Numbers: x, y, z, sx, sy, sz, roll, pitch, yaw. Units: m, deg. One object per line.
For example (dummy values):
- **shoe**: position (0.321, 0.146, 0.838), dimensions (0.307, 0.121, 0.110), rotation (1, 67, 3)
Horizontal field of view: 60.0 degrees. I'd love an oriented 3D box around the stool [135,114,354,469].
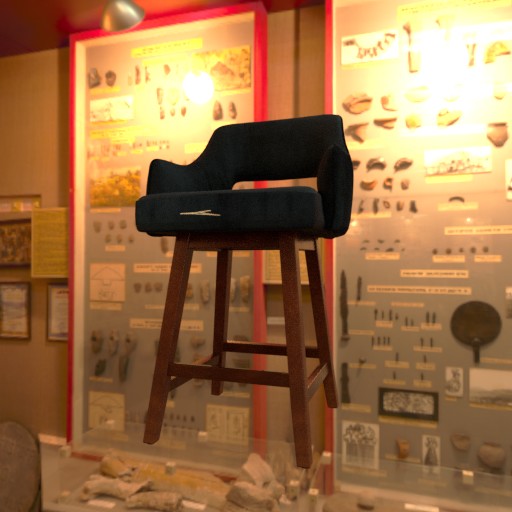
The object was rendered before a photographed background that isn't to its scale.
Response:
- **stool**: position (0.000, 0.000, 1.281), dimensions (0.550, 0.940, 0.560), rotation (0, 0, 19)
